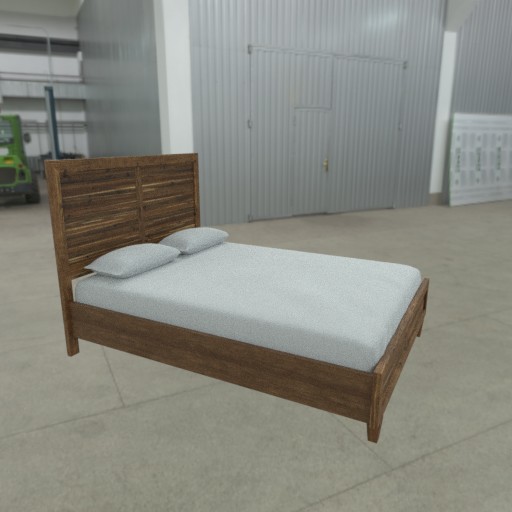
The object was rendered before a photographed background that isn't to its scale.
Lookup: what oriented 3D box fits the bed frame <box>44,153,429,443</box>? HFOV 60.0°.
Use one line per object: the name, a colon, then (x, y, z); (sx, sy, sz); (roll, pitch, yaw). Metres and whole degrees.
bed frame: (0.000, 0.000, 3.315); (2.276, 1.417, 1.696); (8, 17, 27)
